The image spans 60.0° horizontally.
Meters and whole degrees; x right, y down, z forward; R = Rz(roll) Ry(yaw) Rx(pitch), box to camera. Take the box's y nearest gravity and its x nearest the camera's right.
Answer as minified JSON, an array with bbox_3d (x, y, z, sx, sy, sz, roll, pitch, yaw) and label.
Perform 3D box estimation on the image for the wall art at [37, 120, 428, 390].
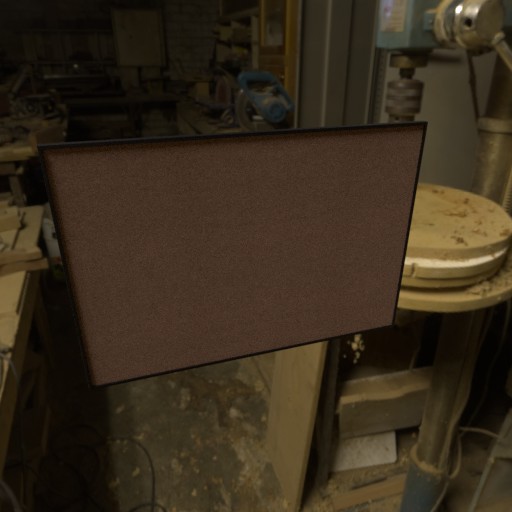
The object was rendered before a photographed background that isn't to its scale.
[{"bbox_3d":[0.000,0.000,1.201,0.957,0.660,0.019,-8,27,-16],"label":"wall art"}]
